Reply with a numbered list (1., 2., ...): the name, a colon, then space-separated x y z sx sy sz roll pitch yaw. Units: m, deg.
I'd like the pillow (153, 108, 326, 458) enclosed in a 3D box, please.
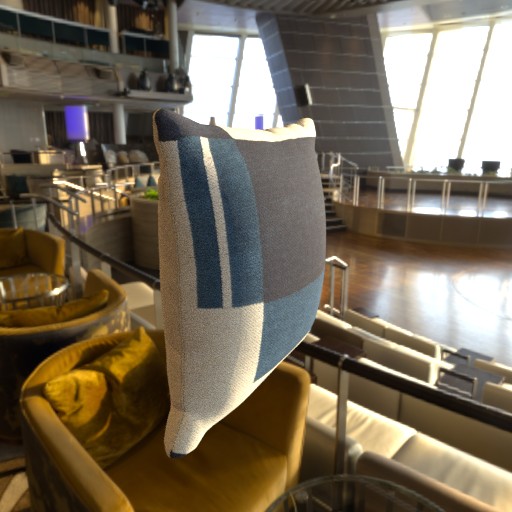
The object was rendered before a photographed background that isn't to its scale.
1. pillow: 0.000 0.000 0.817 0.229 0.506 0.536 8 16 27
